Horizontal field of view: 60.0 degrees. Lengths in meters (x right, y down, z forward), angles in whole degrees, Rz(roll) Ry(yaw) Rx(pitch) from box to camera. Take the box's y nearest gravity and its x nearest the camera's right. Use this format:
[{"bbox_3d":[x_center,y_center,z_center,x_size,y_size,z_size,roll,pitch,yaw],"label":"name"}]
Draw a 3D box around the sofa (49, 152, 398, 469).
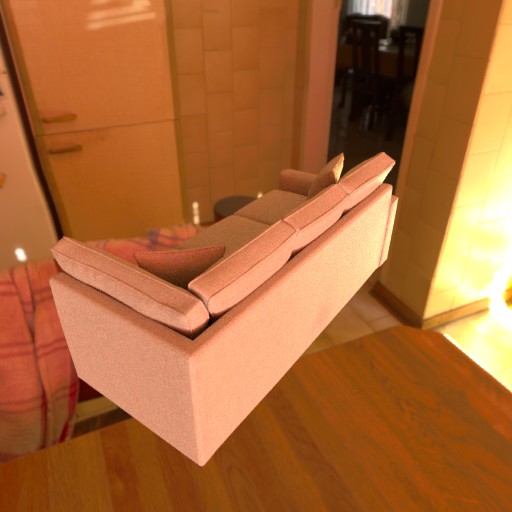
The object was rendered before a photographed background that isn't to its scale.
[{"bbox_3d":[0.000,0.000,2.932,1.061,0.962,2.317,20,37,30],"label":"sofa"}]
